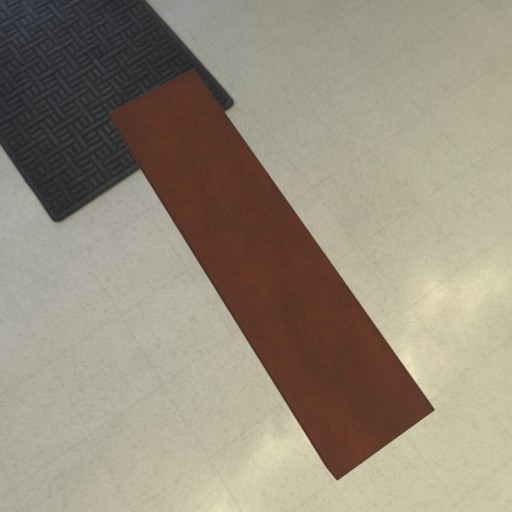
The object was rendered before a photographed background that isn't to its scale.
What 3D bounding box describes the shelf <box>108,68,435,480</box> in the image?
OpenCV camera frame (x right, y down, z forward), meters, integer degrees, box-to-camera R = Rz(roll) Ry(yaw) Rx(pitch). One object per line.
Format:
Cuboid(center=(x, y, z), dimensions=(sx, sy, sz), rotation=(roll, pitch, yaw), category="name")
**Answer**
Cuboid(center=(0.000, 0.000, 0.662), dimensions=(0.152, 0.088, 0.607), rotation=(-31, 76, -8), category="shelf")
